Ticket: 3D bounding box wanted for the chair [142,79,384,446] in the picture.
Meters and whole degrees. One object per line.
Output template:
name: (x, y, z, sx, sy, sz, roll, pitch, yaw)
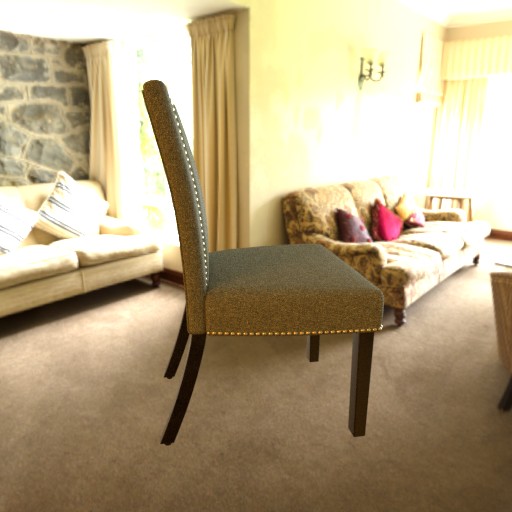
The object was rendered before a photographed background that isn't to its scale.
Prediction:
chair: (0.000, 0.000, 1.297, 0.589, 0.946, 0.518, -3, 16, -9)
